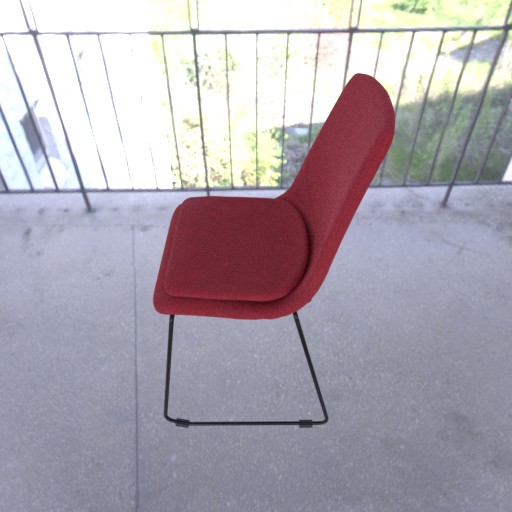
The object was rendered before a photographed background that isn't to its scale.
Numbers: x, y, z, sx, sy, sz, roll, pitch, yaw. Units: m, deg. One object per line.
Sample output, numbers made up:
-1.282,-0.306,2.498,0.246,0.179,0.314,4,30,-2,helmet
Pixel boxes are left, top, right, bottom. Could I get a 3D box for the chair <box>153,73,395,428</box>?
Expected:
0.000,0.000,1.142,0.518,0.858,0.479,0,41,0,chair
